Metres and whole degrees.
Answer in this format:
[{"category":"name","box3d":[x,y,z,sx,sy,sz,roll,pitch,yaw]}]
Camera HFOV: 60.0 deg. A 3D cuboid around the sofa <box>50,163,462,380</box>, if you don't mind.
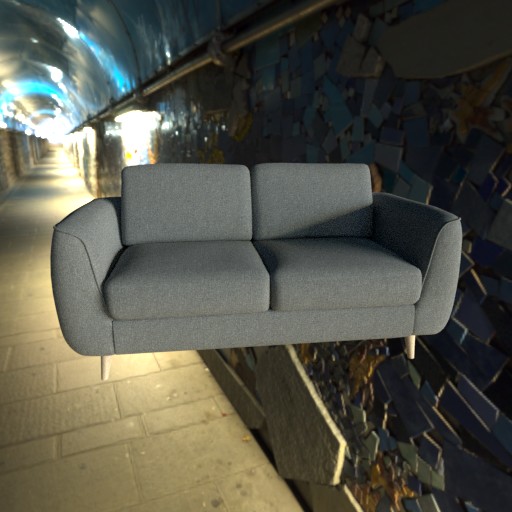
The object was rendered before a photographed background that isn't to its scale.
[{"category":"sofa","box3d":[0.000,0.000,2.179,1.700,0.870,0.920,-2,15,-8]}]
